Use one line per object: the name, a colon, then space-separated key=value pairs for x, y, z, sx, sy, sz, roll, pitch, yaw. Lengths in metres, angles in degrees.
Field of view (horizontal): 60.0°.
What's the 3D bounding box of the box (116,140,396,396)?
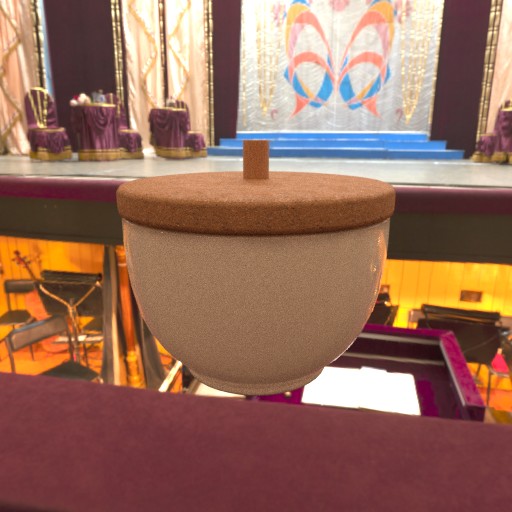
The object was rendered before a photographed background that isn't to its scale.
box: x=0.000 y=0.000 z=0.185 sx=0.107 sy=0.094 sz=0.107 roll=0 pitch=15 yaw=0
